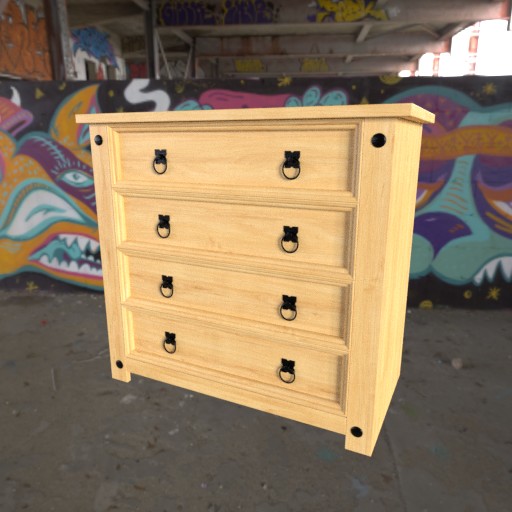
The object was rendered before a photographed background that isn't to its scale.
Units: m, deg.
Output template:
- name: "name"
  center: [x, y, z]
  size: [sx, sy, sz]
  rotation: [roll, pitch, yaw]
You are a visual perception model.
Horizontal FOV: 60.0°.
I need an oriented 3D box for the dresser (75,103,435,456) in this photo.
- name: "dresser"
  center: [0.000, 0.000, 1.199]
  size: [0.800, 0.730, 0.410]
  rotation: [7, 16, 25]
